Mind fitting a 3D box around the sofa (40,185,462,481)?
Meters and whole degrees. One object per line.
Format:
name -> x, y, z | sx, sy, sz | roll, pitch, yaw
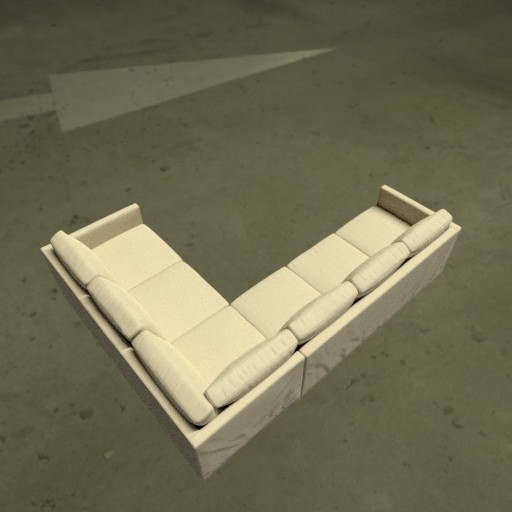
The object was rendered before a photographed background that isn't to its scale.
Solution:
sofa -> 0.000, 0.000, 4.351 | 3.182, 0.871, 2.432 | -32, 54, -27
